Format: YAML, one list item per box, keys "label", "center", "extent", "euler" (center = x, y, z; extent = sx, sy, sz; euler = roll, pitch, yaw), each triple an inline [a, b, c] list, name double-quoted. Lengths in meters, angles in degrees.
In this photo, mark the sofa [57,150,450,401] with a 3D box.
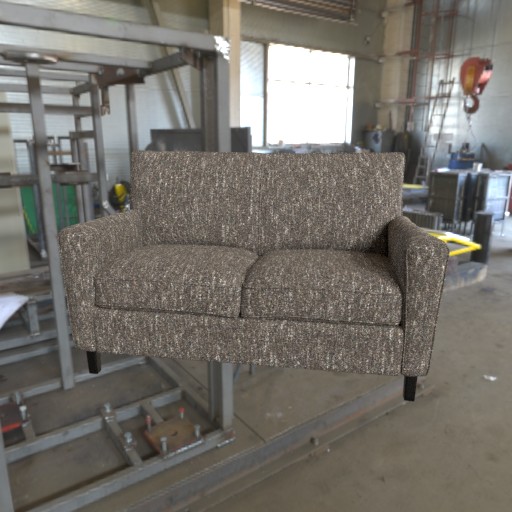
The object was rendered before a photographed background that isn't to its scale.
- label: "sofa"
  center: [0.000, 0.000, 2.087]
  extent: [1.519, 0.946, 0.801]
  euler: [2, 15, 9]
